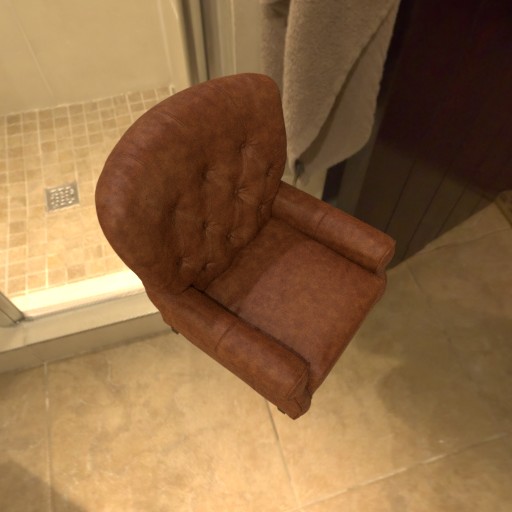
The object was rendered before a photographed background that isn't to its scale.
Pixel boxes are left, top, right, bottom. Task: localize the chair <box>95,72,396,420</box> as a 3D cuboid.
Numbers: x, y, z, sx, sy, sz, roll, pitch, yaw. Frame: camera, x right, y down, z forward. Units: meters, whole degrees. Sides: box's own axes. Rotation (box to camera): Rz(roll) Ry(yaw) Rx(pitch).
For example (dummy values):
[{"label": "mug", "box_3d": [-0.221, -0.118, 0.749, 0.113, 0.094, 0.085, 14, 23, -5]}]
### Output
[{"label": "chair", "box_3d": [0.000, 0.000, 1.952, 1.059, 1.164, 0.951, 32, 63, 19]}]
